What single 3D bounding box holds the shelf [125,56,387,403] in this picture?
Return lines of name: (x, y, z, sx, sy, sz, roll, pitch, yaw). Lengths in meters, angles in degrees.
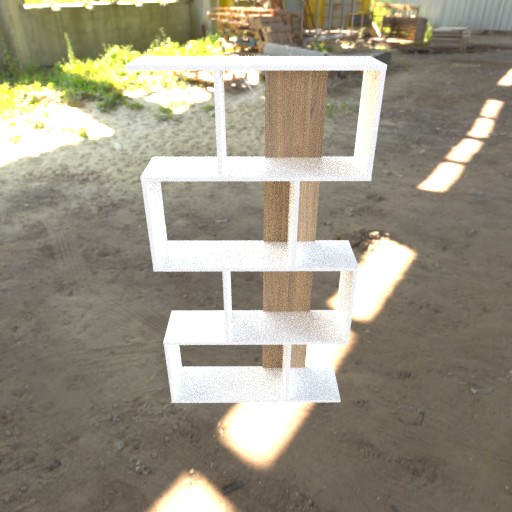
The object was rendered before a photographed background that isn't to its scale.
shelf: (0.000, 0.000, 2.029, 0.890, 1.650, 0.250, 0, 31, 0)
